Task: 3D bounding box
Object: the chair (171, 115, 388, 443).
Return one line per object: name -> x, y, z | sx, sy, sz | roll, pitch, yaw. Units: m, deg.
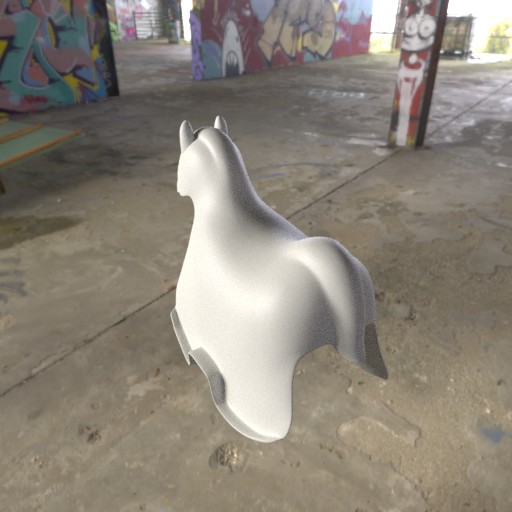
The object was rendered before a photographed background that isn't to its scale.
chair -> 0.000, 0.000, 1.165 | 0.429, 0.612, 0.800 | -18, 34, -28
